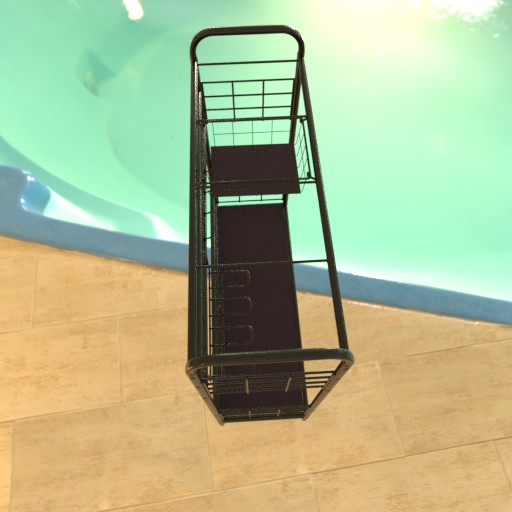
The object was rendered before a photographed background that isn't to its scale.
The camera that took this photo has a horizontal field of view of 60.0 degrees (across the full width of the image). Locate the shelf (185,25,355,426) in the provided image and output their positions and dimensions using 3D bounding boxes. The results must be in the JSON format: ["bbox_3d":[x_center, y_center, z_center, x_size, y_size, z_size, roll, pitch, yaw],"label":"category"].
[{"bbox_3d":[0.000,0.000,1.501,0.350,1.026,0.961,-3,63,-1],"label":"shelf"}]
